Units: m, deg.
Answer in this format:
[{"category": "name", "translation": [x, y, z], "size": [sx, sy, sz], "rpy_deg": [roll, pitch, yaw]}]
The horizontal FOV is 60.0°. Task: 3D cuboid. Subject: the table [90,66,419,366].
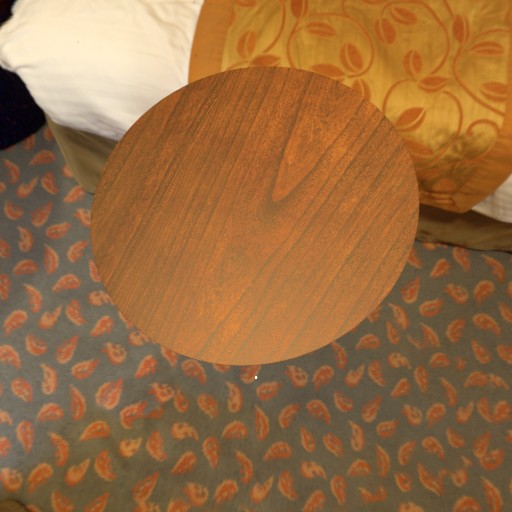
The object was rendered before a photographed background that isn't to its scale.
[{"category": "table", "translation": [0.000, 0.000, 1.101], "size": [0.577, 0.706, 0.530], "rpy_deg": [-34, 77, -9]}]
